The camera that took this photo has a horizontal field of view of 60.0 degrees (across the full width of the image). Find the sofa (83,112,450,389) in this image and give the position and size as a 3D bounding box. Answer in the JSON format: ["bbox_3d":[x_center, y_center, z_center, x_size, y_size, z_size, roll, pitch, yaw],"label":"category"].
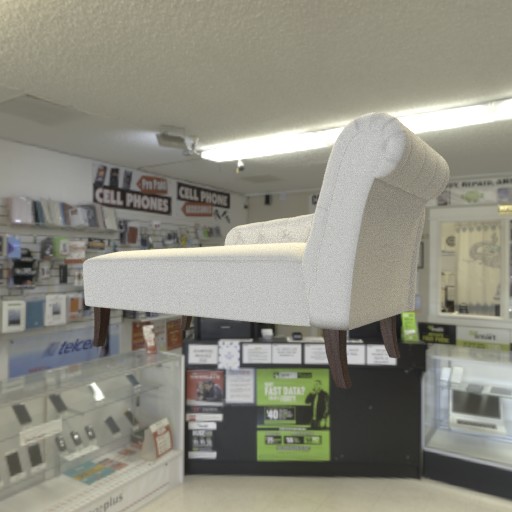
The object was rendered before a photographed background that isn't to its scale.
[{"bbox_3d":[0.000,0.000,1.802,1.379,0.787,0.675,0,-1,35],"label":"sofa"}]
